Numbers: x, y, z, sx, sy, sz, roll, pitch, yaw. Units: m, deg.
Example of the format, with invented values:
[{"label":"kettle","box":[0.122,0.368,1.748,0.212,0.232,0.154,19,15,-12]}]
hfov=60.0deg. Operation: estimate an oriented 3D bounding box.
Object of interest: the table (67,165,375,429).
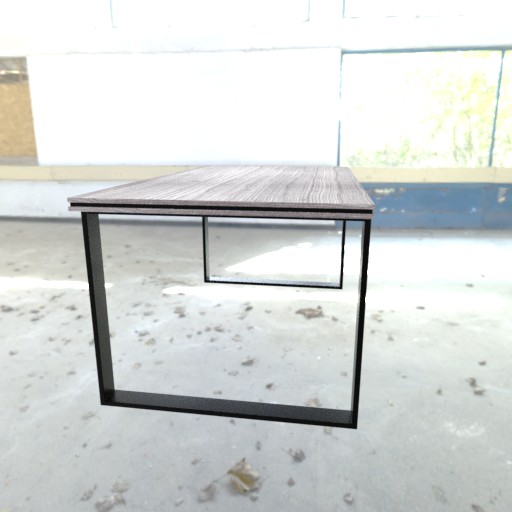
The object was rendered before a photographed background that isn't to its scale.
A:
[{"label":"table","box":[0.000,0.000,2.086,0.881,0.736,1.579,2,15,8]}]
